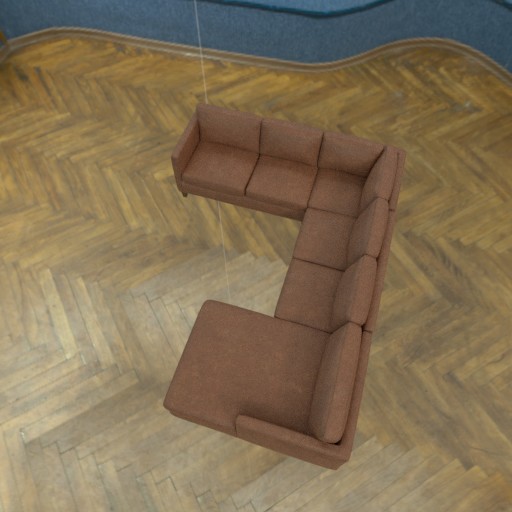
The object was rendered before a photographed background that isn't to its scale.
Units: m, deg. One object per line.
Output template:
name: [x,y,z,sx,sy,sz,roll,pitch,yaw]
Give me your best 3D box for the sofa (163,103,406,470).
sofa: [0.000,0.000,4.649,2.593,0.923,3.460,15,60,9]
